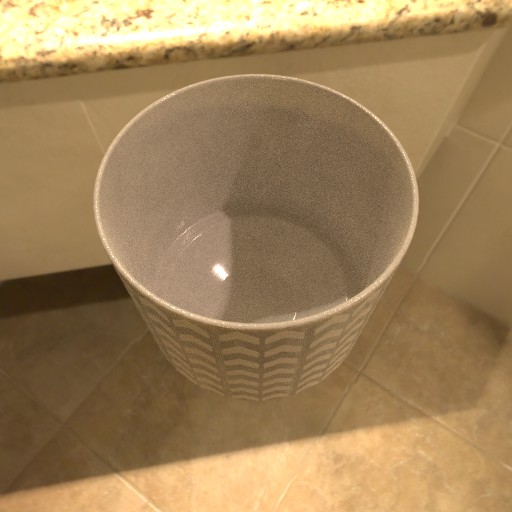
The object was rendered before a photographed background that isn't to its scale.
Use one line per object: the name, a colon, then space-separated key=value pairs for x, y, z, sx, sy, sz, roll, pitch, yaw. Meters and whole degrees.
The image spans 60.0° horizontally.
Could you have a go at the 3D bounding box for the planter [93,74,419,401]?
planter: x=0.000 y=0.000 z=0.447 sx=0.250 sy=0.239 sz=0.250 roll=0 pitch=59 yaw=0
